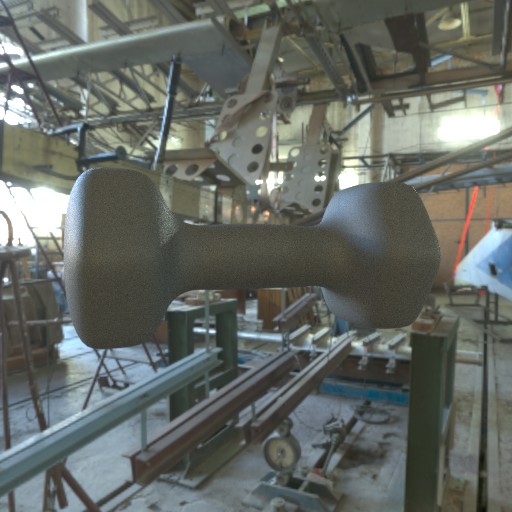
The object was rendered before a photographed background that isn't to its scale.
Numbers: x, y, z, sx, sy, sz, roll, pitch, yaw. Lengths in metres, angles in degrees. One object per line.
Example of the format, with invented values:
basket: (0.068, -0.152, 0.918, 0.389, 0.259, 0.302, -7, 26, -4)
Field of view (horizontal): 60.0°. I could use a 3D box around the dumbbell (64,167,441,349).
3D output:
dumbbell: (0.000, 0.000, 0.233, 0.184, 0.081, 0.090, -1, 2, -18)
